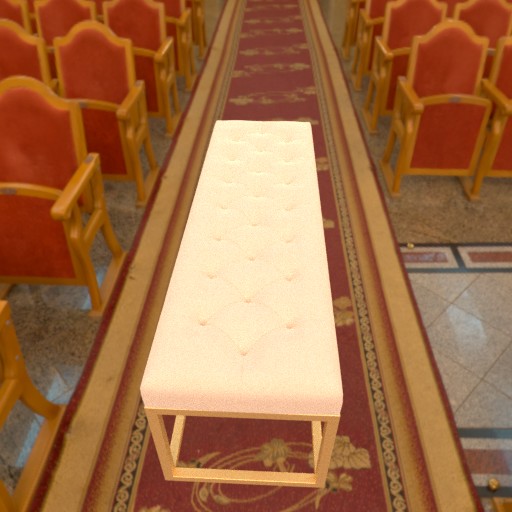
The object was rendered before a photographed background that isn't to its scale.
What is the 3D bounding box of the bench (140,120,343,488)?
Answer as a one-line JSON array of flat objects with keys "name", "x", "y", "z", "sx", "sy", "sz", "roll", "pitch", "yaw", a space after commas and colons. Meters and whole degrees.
[{"name": "bench", "x": 0.000, "y": 0.000, "z": 1.681, "sx": 0.457, "sy": 0.484, "sz": 1.473, "roll": 2, "pitch": 40, "yaw": 2}]
